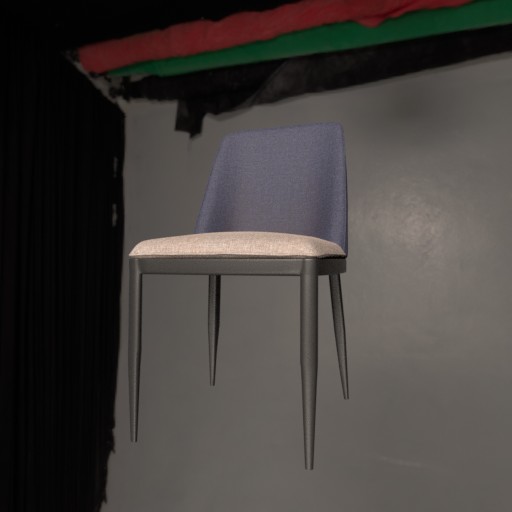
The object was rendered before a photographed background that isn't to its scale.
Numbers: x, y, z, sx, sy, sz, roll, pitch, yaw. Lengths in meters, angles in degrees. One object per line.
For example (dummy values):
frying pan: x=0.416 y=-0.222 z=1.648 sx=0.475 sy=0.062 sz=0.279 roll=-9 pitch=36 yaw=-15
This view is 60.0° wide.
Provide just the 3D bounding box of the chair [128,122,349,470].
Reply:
chair: x=0.000 y=0.000 z=1.186 sx=0.480 sy=0.839 sz=0.551 roll=0 pitch=0 yaw=19
